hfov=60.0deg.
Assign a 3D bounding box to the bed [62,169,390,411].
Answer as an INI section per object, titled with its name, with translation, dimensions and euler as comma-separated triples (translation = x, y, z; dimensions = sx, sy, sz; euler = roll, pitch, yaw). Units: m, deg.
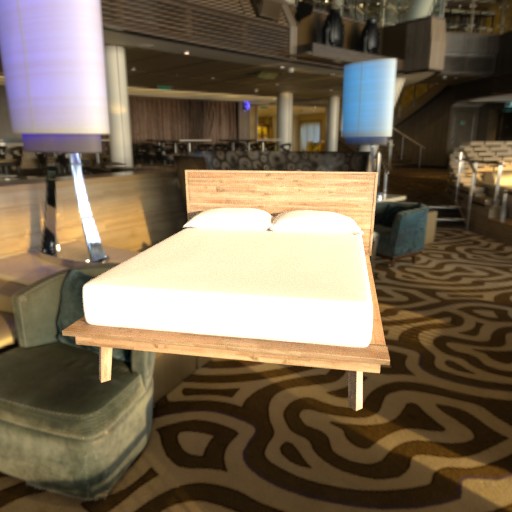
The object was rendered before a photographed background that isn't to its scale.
[bed]
translation = 0.000, 0.000, 3.181
dimensions = 1.759, 1.071, 2.145
euler = 3, 15, 11
